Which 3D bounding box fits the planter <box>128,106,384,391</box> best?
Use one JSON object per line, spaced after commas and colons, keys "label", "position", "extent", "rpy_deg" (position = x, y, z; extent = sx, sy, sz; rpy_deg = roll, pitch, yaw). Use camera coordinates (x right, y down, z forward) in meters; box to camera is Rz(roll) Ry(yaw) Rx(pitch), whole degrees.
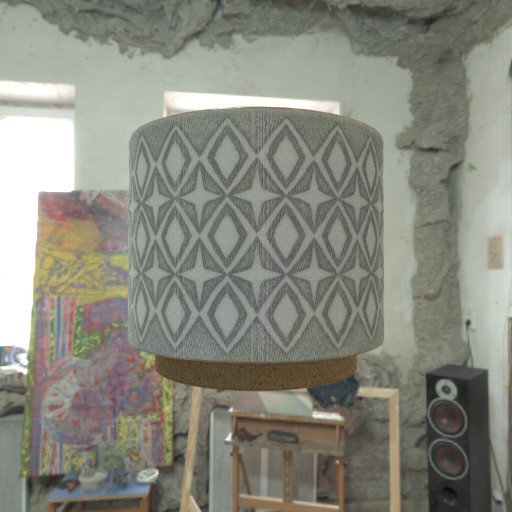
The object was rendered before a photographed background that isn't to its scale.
{"label": "planter", "position": [0.000, 0.000, 0.460], "extent": [0.255, 0.223, 0.255], "rpy_deg": [0, -1, 0]}
